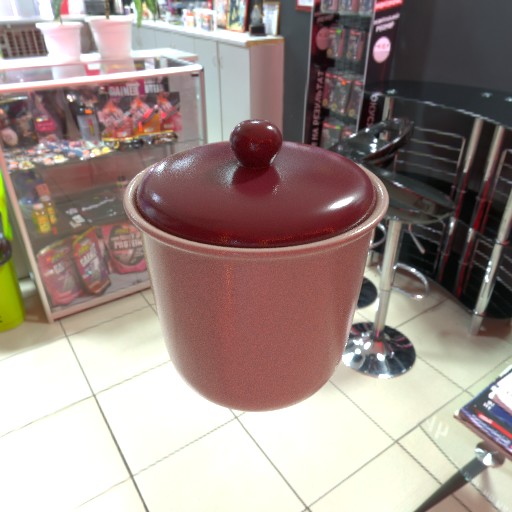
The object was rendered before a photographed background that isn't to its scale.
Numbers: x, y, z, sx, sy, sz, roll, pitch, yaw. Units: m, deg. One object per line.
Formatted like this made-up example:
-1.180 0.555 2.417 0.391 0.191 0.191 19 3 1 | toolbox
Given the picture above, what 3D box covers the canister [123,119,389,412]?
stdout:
0.000 0.000 0.343 0.182 0.208 0.182 0 32 0 | canister
